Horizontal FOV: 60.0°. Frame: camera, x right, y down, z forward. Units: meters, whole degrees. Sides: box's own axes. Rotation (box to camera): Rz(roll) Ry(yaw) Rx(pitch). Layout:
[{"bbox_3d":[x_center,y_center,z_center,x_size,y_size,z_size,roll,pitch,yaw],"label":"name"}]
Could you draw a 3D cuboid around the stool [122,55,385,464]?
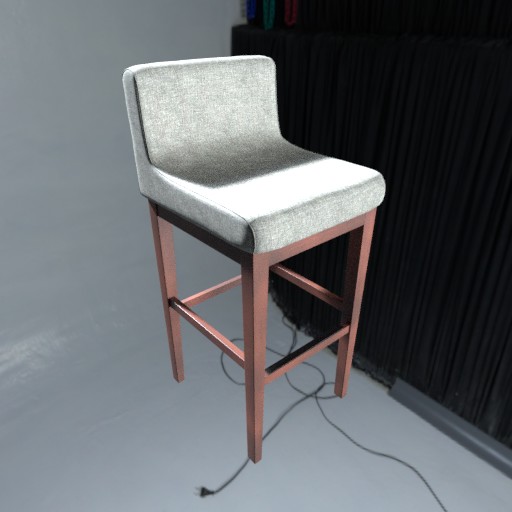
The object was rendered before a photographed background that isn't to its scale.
[{"bbox_3d":[0.000,0.000,1.215,0.426,0.965,0.499,-22,36,-34],"label":"stool"}]
